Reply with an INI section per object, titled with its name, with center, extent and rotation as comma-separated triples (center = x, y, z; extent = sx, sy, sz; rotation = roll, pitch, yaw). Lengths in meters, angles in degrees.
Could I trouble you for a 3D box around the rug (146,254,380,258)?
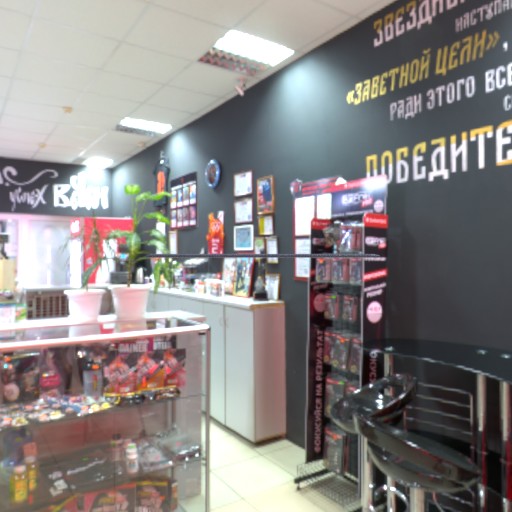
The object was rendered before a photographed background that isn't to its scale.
[rug]
center = 0.000, 0.000, 2.344
extent = 0.662, 0.011, 2.196
rotation = 0, 0, -1
